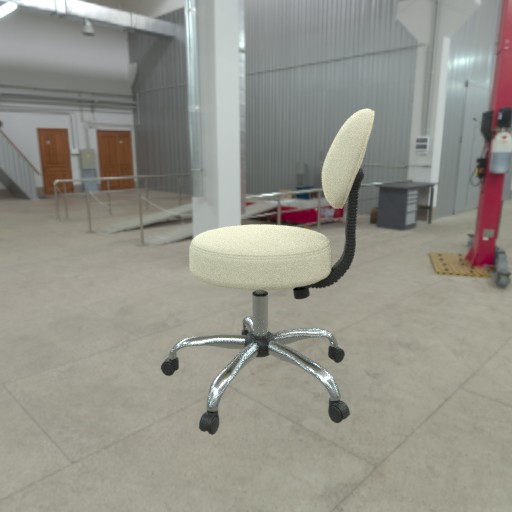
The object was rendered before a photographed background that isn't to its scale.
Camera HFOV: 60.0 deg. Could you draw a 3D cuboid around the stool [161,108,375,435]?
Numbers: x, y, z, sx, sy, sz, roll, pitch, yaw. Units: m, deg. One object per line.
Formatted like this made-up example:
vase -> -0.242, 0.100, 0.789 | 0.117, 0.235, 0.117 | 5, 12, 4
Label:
stool -> 0.000, 0.000, 1.305 | 0.616, 0.810, 0.609 | 2, 14, 9
